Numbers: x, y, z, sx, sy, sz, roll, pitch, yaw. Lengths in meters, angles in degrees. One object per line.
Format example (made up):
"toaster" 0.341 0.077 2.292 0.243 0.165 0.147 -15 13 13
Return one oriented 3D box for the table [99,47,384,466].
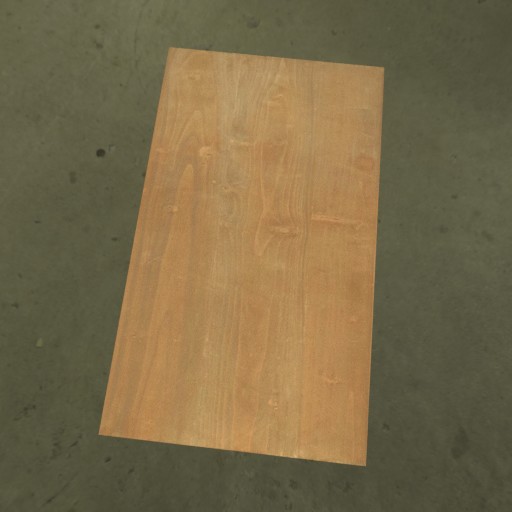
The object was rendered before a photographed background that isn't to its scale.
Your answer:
"table" 0.000 0.000 2.125 0.946 0.780 1.609 6 76 1
